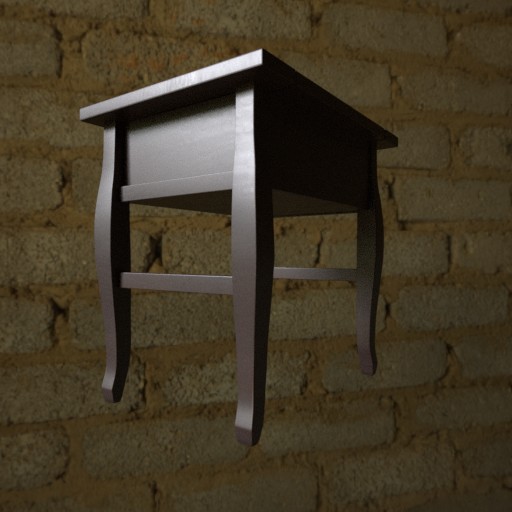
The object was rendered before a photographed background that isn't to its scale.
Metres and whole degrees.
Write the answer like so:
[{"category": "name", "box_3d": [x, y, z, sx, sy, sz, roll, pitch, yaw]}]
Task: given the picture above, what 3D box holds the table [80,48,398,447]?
[{"category": "table", "box_3d": [0.000, 0.000, 1.019, 0.460, 0.605, 0.602, 0, 0, 36]}]
